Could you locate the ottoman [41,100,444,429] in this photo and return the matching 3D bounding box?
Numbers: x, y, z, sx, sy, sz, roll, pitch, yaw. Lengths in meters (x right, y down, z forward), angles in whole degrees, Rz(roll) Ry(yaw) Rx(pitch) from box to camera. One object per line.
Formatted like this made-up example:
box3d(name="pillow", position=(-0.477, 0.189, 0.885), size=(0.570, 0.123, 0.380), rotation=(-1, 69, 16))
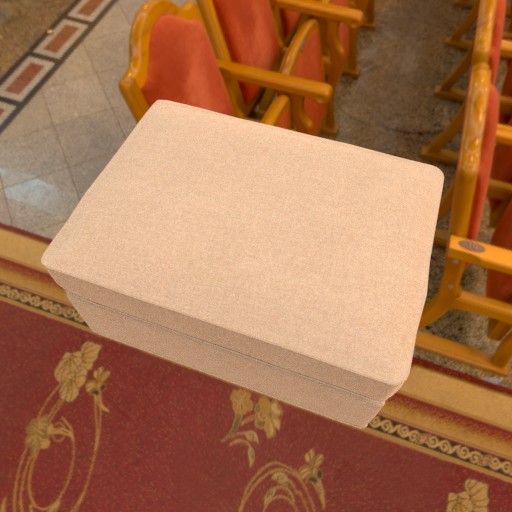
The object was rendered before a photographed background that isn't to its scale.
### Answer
box3d(name="ottoman", position=(0.000, 0.000, 1.244), size=(0.846, 0.503, 0.617), rotation=(17, 59, 10))
